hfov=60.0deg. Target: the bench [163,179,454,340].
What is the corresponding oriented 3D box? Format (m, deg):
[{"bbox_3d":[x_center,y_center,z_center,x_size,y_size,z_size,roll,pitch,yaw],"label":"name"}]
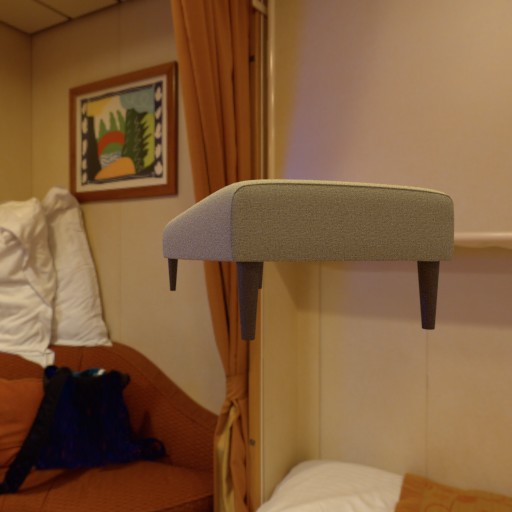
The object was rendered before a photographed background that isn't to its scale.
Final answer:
[{"bbox_3d":[0.000,0.000,1.847,0.646,0.393,1.609,0,0,-17],"label":"bench"}]
